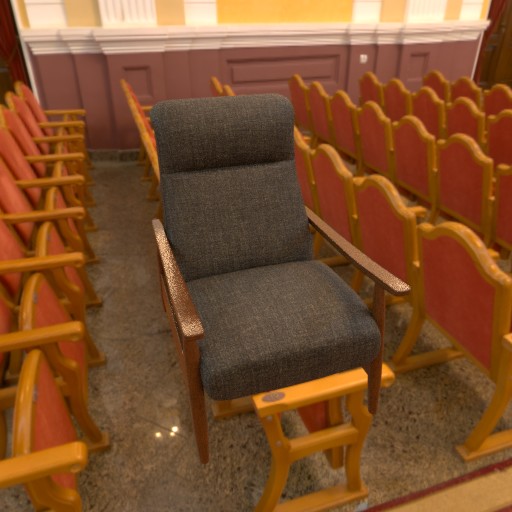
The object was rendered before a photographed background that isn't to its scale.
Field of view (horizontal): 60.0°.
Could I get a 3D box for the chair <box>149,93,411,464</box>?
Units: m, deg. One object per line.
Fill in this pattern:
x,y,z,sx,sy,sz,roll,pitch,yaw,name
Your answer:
0.000,0.000,1.818,0.762,1.082,1.014,-10,32,-16,chair
